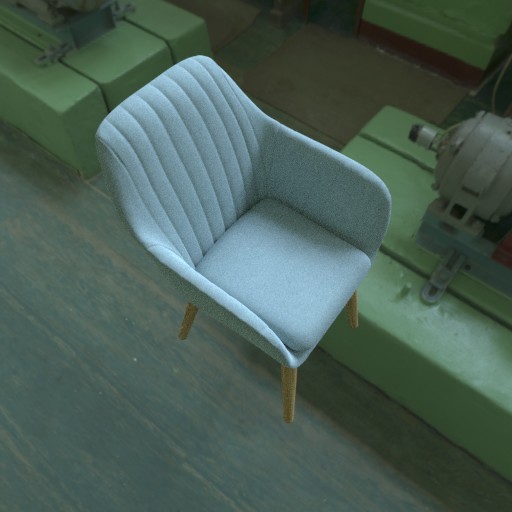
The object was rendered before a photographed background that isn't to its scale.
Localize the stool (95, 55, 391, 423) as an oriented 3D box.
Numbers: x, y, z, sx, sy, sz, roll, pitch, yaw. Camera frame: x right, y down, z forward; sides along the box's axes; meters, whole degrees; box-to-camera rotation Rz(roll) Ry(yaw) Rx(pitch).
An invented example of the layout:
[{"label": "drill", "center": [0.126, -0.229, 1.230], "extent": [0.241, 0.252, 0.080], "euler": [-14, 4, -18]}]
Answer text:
[{"label": "stool", "center": [0.000, 0.000, 1.200], "extent": [0.590, 0.830, 0.503], "euler": [32, 63, 19]}]
